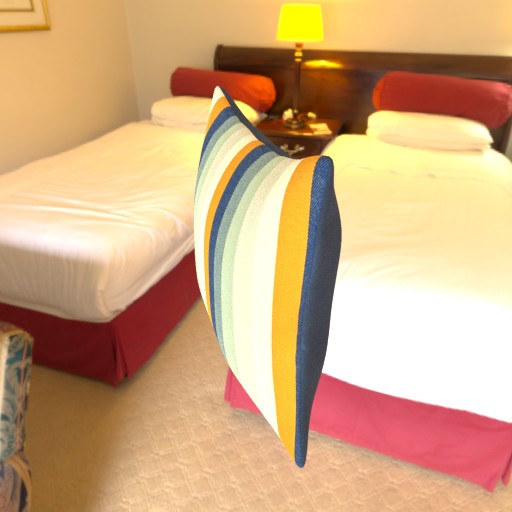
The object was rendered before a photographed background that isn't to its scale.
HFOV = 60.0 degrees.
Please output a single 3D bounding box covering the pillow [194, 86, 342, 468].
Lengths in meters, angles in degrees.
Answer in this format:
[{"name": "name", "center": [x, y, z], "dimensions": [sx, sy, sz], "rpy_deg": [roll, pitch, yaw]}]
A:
[{"name": "pillow", "center": [0.000, 0.000, 0.711], "dimensions": [0.173, 0.454, 0.463], "rpy_deg": [-9, 31, -15]}]
